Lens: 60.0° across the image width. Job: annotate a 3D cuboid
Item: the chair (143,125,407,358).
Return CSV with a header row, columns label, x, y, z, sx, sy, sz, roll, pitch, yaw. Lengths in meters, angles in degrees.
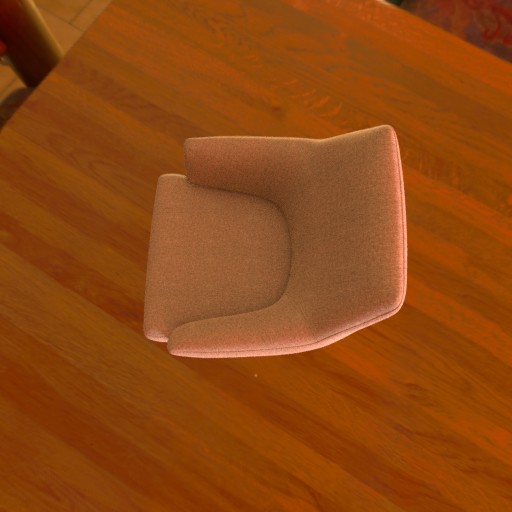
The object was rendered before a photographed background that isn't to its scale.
label,x,y,z,sx,sy,sz,roll,pitch,yaw
chair,0.000,0.000,1.393,0.677,0.874,0.642,2,75,0
